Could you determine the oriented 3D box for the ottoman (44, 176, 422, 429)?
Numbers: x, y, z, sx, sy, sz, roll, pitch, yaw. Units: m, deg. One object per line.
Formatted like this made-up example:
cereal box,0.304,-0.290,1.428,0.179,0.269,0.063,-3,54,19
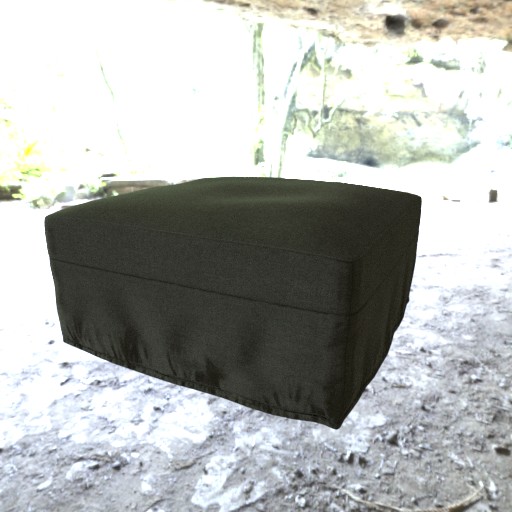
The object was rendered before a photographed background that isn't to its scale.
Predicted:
ottoman,0.000,0.000,1.343,0.840,0.436,0.843,8,18,26
